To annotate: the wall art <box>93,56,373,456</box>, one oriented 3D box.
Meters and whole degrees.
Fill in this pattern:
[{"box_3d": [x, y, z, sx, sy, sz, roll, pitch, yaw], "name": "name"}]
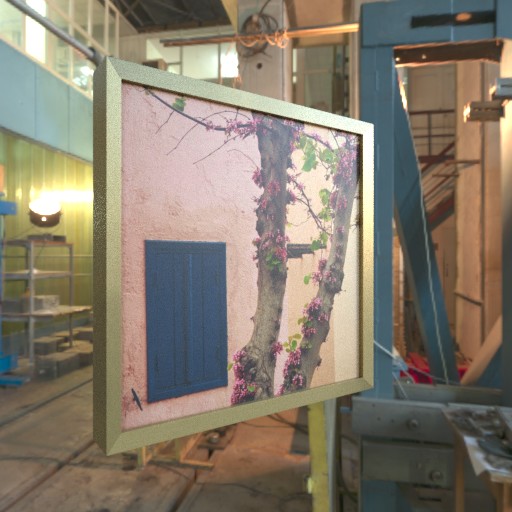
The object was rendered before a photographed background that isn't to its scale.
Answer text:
[{"box_3d": [0.000, 0.000, 0.440, 0.304, 0.305, 0.038, 0, 0, -35], "name": "wall art"}]
